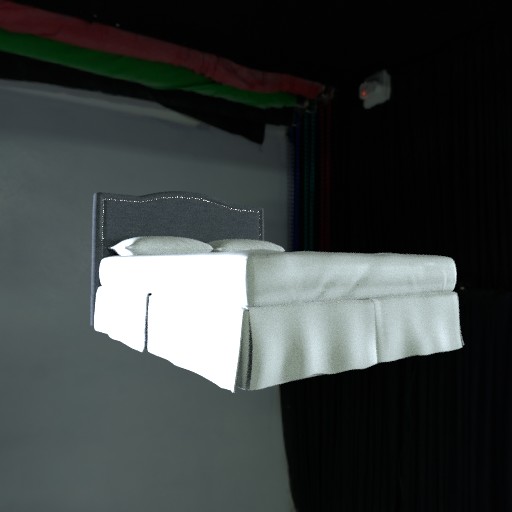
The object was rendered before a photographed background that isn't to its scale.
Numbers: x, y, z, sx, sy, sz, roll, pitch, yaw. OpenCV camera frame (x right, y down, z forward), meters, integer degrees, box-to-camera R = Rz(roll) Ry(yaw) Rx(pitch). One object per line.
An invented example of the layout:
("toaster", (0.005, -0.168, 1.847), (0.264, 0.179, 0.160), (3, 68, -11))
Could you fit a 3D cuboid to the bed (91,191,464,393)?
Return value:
("bed", (0.000, 0.000, 3.896), (2.161, 1.457, 2.689), (1, -1, -36))
